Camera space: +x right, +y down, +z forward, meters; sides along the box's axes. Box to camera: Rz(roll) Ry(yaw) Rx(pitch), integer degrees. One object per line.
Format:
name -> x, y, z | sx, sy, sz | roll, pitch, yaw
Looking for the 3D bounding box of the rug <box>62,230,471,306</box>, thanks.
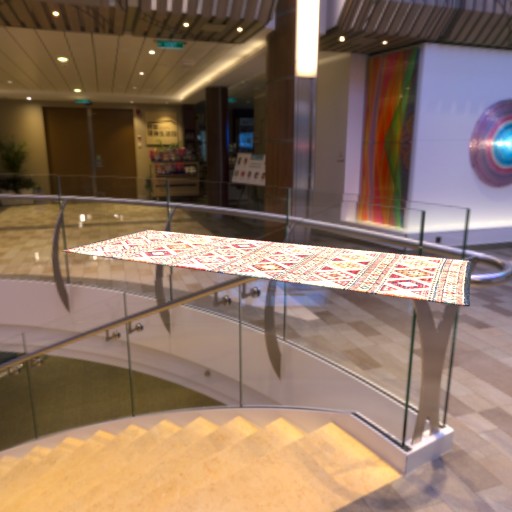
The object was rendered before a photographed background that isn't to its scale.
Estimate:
rug -> 0.000, 0.000, 2.690 | 2.362, 0.008, 0.832 | 6, 15, 25
